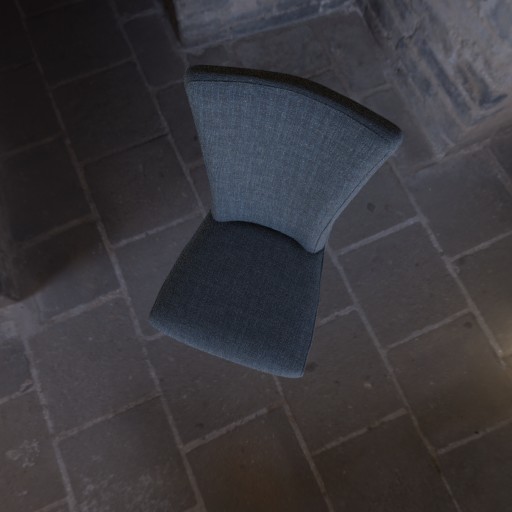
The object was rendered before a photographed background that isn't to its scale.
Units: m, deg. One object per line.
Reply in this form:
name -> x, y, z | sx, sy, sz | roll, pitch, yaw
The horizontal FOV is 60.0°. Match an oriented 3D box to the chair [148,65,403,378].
chair -> 0.000, 0.000, 1.402 | 0.520, 0.991, 0.660 | 19, 76, 5
